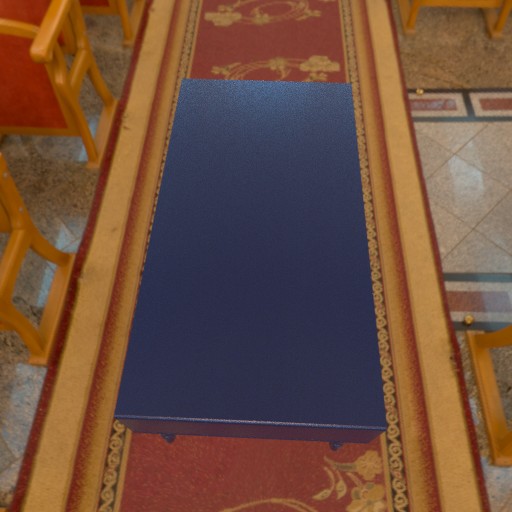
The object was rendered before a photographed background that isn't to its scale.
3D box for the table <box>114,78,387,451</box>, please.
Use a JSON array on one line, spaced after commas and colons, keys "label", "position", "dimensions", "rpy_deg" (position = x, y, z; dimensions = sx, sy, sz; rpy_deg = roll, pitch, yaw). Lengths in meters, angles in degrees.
[{"label": "table", "position": [0.000, 0.000, 1.360], "dimensions": [0.572, 0.457, 1.067], "rpy_deg": [2, 59, 1]}]
